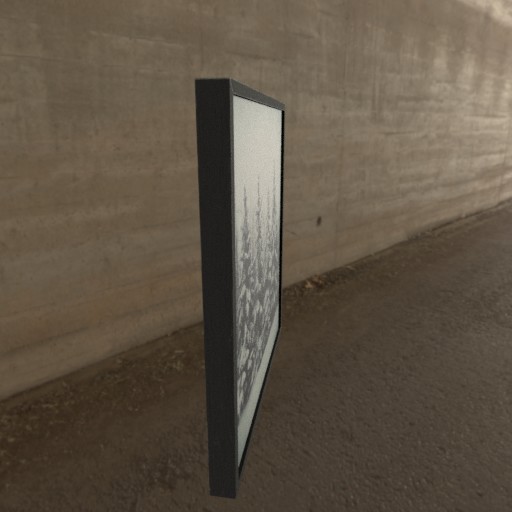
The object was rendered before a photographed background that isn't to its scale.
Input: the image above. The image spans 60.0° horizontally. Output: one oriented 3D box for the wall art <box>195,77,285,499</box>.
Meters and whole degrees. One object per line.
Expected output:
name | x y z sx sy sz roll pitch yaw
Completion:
wall art | 0.000 0.000 0.741 0.036 0.506 0.506 3 16 9
